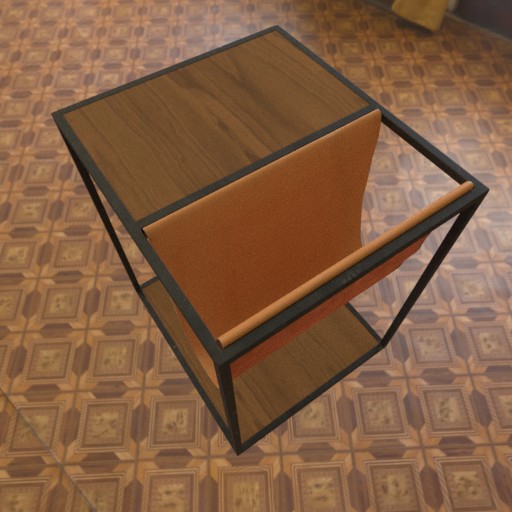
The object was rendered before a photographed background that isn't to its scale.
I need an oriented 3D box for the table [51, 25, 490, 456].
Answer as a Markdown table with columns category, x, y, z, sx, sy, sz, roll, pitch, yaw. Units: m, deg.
| category | x | y | z | sx | sy | sz | roll | pitch | yaw |
| --- | --- | --- | --- | --- | --- | --- | --- | --- | --- |
| table | 0.000 | 0.000 | 0.812 | 0.399 | 0.536 | 0.450 | -30 | 62 | -18 |
